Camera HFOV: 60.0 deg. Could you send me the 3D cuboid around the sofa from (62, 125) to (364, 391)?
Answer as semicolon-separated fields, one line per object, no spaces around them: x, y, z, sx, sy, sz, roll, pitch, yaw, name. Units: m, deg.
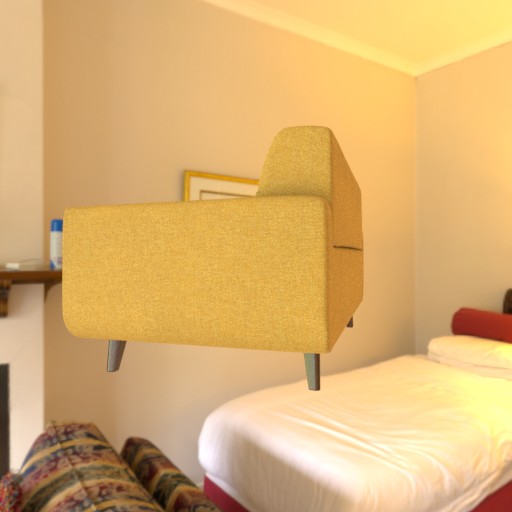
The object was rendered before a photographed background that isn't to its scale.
0.000;0.000;2.120;0.909;0.841;1.631;0;0;17;sofa
